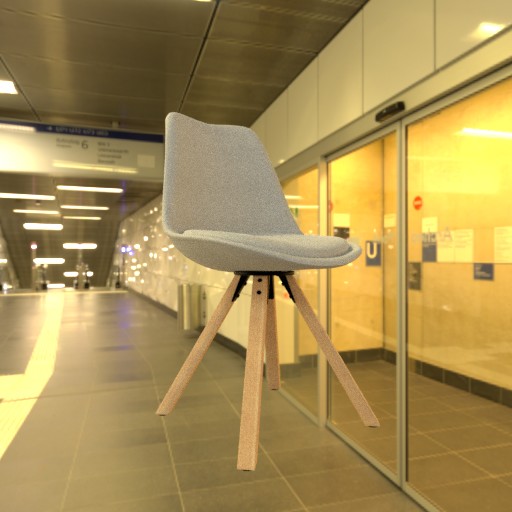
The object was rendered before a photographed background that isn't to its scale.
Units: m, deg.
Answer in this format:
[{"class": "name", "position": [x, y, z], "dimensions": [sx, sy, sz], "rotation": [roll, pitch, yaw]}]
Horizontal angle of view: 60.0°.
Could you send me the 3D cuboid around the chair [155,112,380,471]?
[{"class": "chair", "position": [0.000, 0.000, 1.199], "dimensions": [0.474, 0.863, 0.549], "rotation": [0, 0, -36]}]
